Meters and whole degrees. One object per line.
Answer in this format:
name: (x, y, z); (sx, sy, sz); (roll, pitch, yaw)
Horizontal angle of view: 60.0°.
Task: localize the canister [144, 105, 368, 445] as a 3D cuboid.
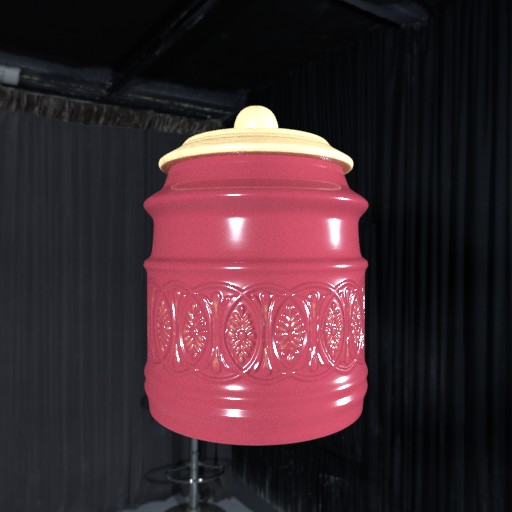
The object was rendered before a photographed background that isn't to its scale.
canister: (0.000, 0.000, 0.264); (0.130, 0.176, 0.130); (0, 1, 0)
